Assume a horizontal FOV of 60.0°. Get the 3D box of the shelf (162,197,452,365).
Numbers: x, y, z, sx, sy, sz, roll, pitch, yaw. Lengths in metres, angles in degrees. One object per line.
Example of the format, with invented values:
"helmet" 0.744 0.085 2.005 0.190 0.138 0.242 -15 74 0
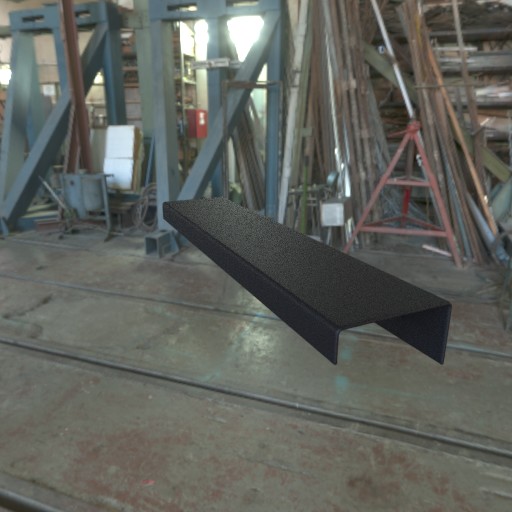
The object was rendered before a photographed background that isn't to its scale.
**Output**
"shelf" 0.000 0.000 0.503 0.102 0.053 0.456 -8 20 -24
